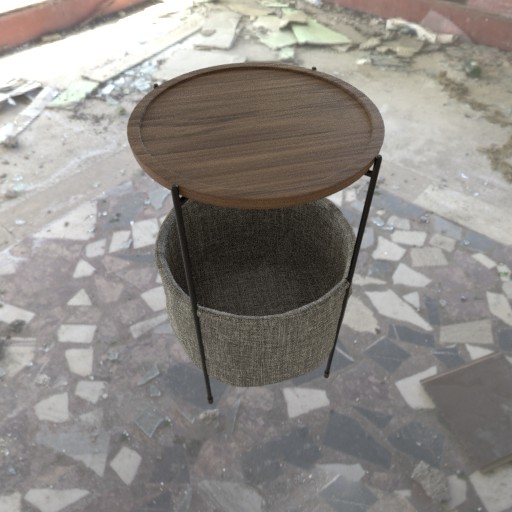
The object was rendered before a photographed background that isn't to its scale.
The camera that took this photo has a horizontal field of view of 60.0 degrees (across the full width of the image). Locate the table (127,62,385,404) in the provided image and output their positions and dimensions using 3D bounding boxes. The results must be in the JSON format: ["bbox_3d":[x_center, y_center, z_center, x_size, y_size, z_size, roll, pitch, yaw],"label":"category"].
[{"bbox_3d":[0.000,0.000,0.902,0.400,0.623,0.400,-10,48,-9],"label":"table"}]
